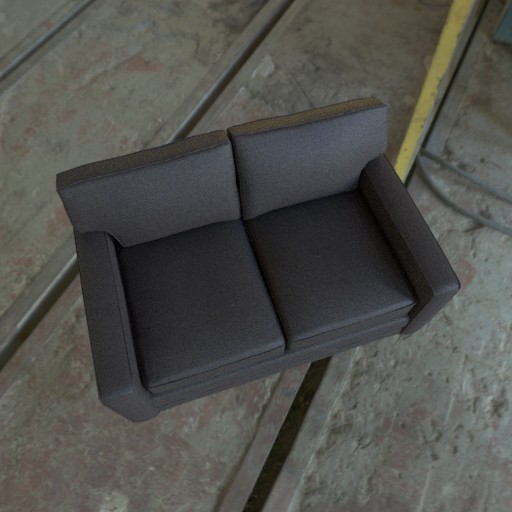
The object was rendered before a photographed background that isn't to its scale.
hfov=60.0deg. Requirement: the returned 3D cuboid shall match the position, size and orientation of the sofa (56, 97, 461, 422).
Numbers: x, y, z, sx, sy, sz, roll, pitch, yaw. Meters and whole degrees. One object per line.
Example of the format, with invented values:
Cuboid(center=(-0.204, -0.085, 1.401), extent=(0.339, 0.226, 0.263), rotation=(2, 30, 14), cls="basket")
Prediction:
Cuboid(center=(0.000, 0.000, 2.072), extent=(1.534, 0.887, 0.974), rotation=(-16, 63, -8), cls="sofa")
